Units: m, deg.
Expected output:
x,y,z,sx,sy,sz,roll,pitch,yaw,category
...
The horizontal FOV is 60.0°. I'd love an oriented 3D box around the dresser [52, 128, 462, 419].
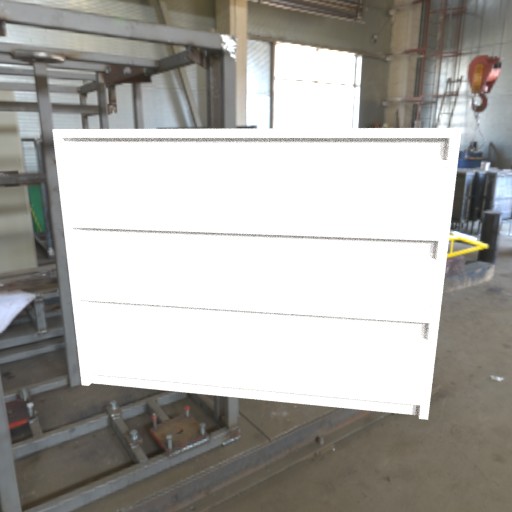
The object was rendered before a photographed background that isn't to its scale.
x,y,z,sx,sy,sz,roll,pitch,yaw,category
0.000,0.000,1.499,1.100,0.820,0.460,3,15,9,dresser
